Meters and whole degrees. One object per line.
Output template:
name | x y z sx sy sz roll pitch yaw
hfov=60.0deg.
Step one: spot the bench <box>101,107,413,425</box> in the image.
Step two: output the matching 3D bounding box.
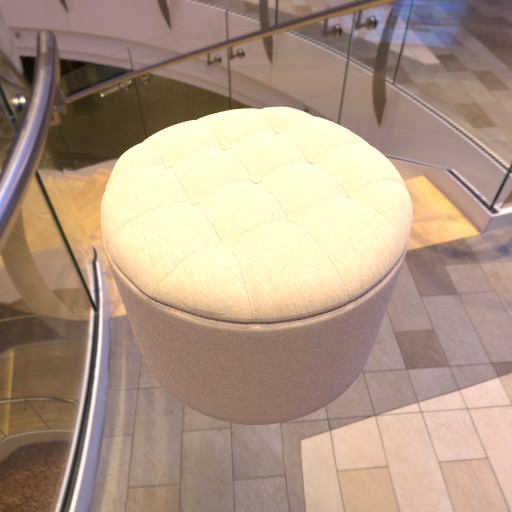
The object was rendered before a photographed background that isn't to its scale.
bench | 0.000 0.000 0.989 0.600 0.454 0.600 0 47 0
